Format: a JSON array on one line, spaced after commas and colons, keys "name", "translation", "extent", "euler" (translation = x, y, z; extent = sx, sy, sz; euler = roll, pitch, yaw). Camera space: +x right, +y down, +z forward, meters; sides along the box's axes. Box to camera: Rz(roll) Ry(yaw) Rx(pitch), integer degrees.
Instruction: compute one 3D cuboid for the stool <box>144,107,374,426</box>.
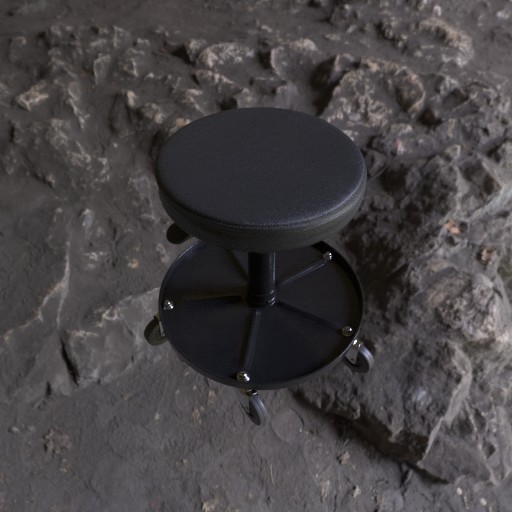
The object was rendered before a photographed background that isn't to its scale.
[{"name": "stool", "translation": [0.000, 0.000, 0.695], "extent": [0.382, 0.365, 0.381], "euler": [-23, 50, -21]}]
